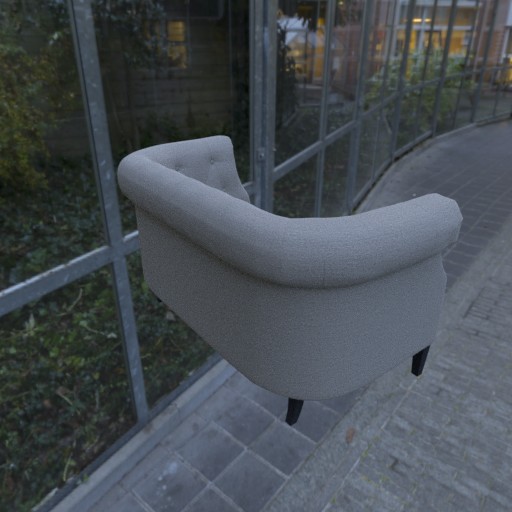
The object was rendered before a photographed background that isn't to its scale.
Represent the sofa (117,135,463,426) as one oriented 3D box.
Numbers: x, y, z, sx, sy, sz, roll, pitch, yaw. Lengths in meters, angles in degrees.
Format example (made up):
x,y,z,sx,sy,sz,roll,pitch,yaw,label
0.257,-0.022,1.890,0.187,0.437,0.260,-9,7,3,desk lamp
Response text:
x,y,z,sx,sy,sz,roll,pitch,yaw,label
0.000,0.000,2.025,0.835,0.827,1.558,-18,31,-33,sofa
